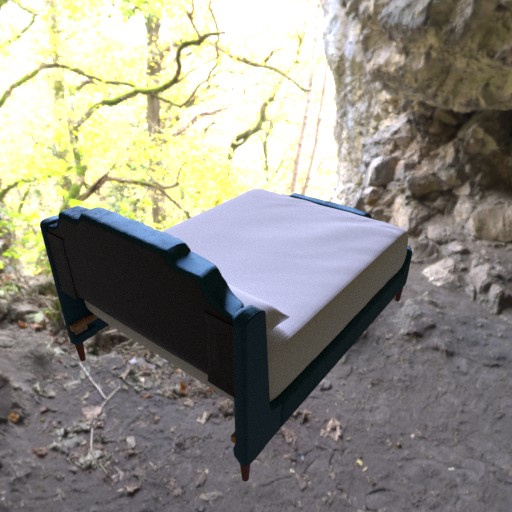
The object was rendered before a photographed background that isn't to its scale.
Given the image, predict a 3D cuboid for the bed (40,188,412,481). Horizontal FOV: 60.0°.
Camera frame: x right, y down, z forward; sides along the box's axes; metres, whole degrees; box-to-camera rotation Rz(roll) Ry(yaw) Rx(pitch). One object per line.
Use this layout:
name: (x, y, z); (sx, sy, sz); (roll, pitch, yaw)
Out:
bed: (0.000, 0.000, 3.359); (1.678, 1.338, 2.322); (21, 36, 32)
